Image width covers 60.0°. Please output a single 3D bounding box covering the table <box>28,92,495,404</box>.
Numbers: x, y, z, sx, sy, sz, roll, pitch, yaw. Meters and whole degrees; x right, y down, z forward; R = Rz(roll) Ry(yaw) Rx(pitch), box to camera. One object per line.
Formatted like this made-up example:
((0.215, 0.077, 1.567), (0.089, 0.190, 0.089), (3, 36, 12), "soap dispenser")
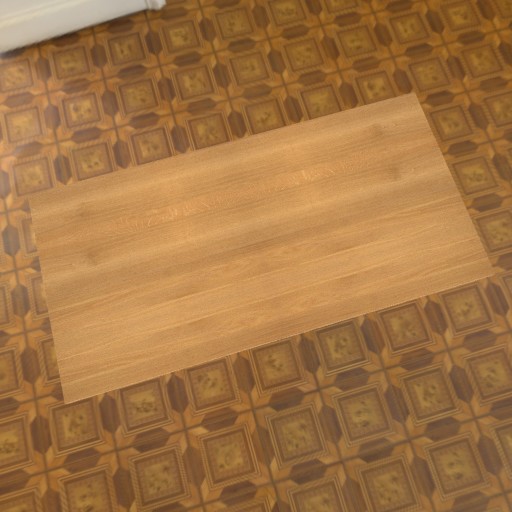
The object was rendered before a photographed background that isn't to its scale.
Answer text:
((0.000, 0.000, 2.242), (1.800, 0.750, 0.900), (-16, 76, -4), "table")
